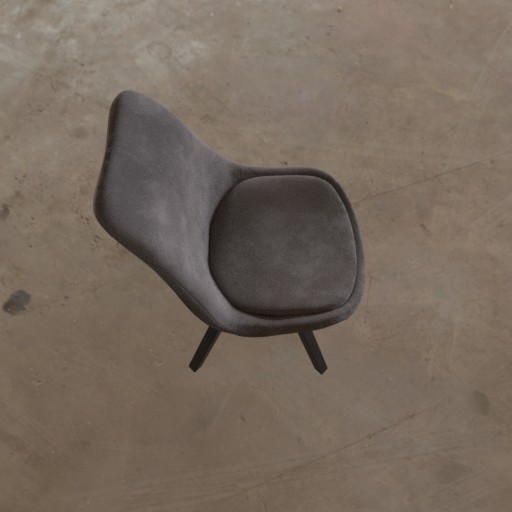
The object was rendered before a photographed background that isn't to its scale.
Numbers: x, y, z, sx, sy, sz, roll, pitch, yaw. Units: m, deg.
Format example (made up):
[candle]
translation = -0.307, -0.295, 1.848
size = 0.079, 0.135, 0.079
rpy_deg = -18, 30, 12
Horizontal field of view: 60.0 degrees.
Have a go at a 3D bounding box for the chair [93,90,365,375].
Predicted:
[chair]
translation = 0.000, 0.000, 1.154
size = 0.550, 0.850, 0.476
rpy_deg = -1, 63, 0
